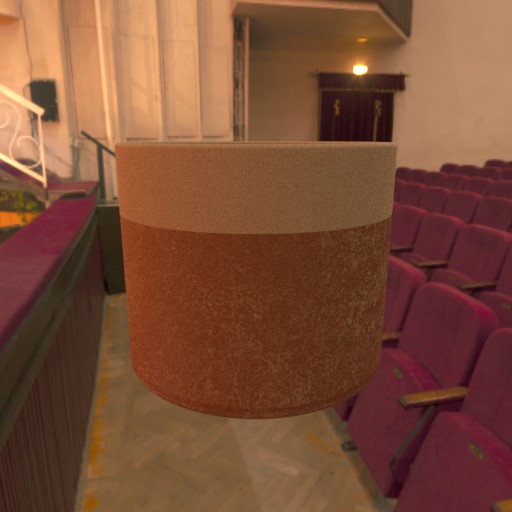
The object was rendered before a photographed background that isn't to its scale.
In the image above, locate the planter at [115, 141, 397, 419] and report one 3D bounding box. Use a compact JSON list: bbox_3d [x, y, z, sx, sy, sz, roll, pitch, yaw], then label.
[{"bbox_3d":[0.000,0.000,0.277,0.159,0.138,0.159,0,15,0],"label":"planter"}]
